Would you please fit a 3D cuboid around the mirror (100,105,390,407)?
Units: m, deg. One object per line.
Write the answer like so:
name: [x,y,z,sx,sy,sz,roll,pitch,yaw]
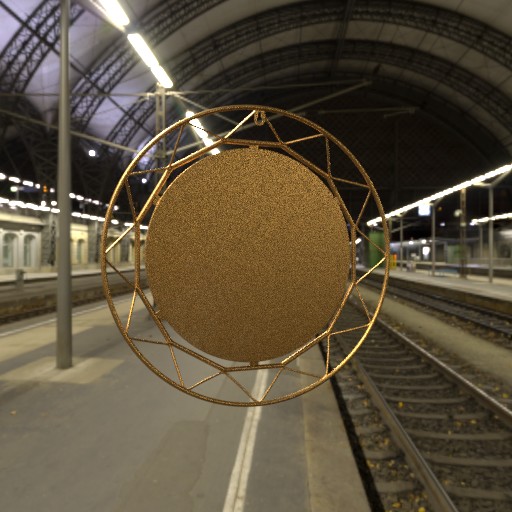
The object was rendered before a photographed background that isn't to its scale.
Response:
mirror: [0.000,0.000,0.687,0.454,0.454,0.043,0,0,-17]
